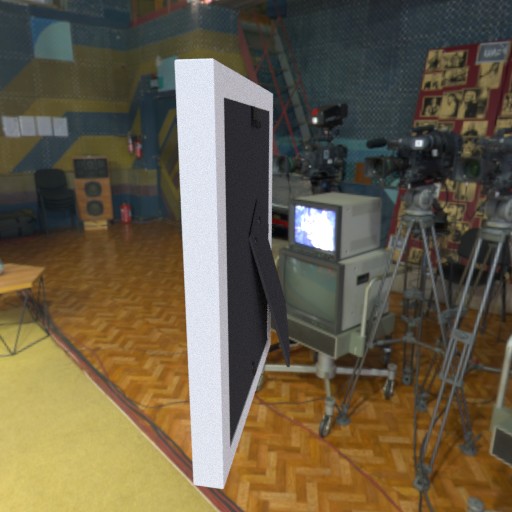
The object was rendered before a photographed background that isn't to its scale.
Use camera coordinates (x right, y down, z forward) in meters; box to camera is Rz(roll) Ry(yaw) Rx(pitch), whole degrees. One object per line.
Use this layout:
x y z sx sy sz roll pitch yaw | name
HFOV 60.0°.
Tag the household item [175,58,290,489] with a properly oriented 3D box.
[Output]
0.000 0.000 0.339 0.045 0.250 0.200 3 16 10 | household item
